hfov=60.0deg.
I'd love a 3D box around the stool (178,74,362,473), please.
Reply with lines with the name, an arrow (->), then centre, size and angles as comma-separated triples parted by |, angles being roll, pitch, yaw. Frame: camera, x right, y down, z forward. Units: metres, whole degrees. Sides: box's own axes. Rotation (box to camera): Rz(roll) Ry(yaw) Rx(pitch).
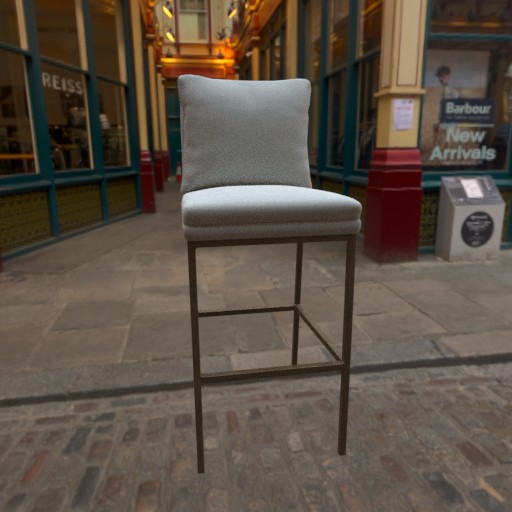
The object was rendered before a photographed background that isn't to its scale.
stool -> 0.000, 0.000, 1.419 | 0.463, 1.125, 0.572 | -3, 14, -10
